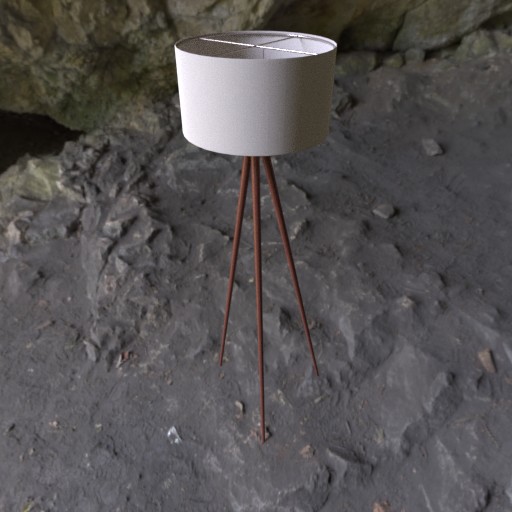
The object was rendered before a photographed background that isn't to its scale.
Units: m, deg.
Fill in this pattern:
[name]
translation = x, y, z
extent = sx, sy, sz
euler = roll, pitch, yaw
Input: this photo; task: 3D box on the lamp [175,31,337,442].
[lamp]
translation = 0.000, 0.000, 1.771
extent = 0.483, 1.553, 0.483
euler = 23, 41, 30
